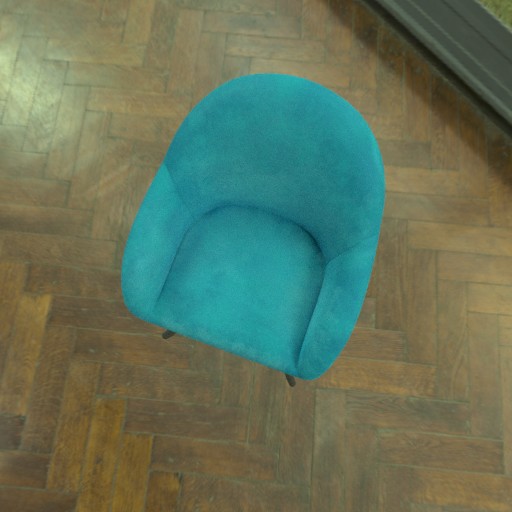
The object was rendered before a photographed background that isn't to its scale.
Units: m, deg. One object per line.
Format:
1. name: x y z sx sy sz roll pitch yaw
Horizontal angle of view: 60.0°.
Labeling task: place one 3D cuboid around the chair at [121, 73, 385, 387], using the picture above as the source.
1. chair: 0.000 0.000 1.208 0.550 0.795 0.590 19 77 5
